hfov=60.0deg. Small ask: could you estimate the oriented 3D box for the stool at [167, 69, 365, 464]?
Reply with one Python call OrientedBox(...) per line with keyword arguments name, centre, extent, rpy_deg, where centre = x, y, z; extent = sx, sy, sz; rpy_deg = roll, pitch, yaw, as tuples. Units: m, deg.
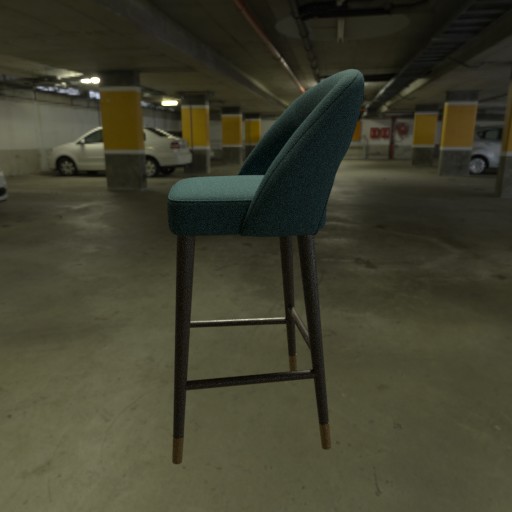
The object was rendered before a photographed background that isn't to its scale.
OrientedBox(name="stool", centre=(0.000, 0.000, 1.323), extent=(0.522, 1.032, 0.536), rpy_deg=(-2, 15, -8))
